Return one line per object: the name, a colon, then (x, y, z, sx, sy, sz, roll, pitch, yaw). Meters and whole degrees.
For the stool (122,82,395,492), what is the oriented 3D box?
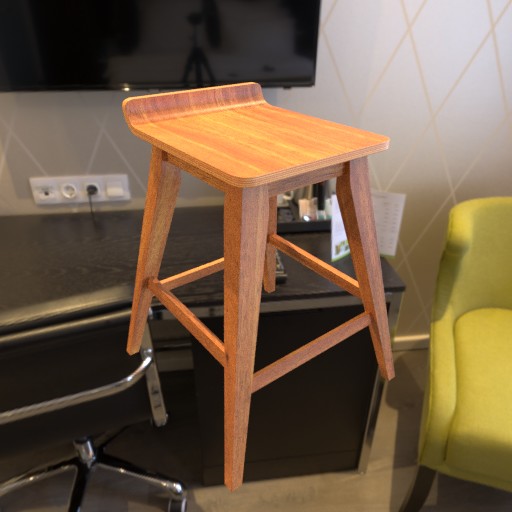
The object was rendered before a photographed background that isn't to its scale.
stool: (0.000, 0.000, 0.995, 0.500, 0.650, 0.500, -21, 36, -32)
